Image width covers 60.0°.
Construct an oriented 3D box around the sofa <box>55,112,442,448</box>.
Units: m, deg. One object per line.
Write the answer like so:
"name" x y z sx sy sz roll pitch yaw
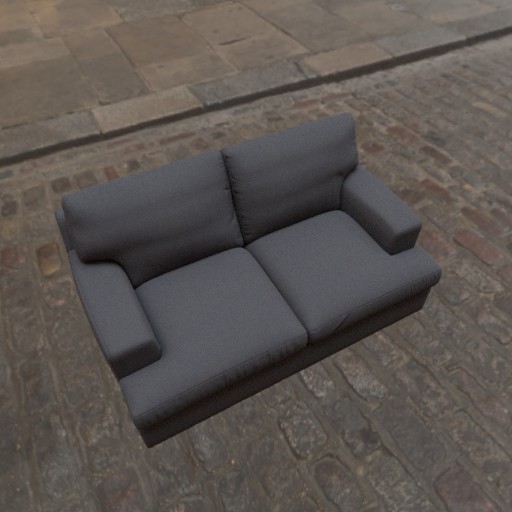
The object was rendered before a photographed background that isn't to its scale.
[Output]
"sofa" 0.000 0.000 2.493 1.880 0.940 1.143 -22 50 -19
